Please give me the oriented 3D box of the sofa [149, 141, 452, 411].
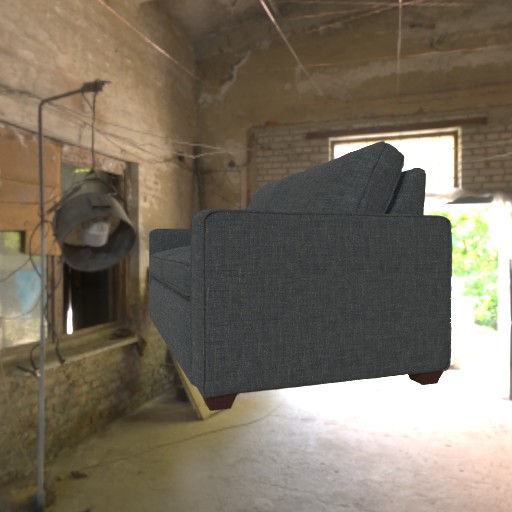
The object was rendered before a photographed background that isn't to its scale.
[{"bbox_3d":[0.000,0.000,2.241,0.947,0.918,1.709,0,1,-19],"label":"sofa"}]
